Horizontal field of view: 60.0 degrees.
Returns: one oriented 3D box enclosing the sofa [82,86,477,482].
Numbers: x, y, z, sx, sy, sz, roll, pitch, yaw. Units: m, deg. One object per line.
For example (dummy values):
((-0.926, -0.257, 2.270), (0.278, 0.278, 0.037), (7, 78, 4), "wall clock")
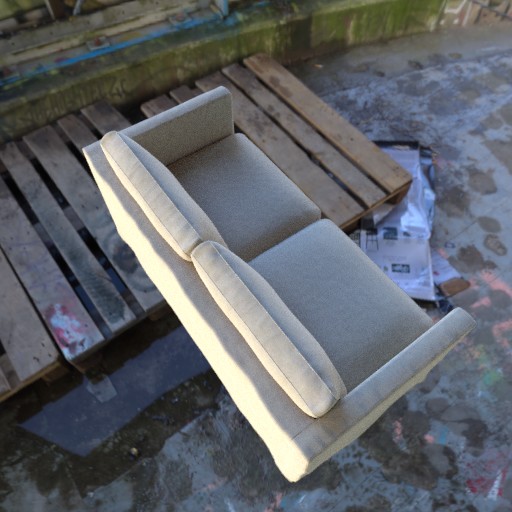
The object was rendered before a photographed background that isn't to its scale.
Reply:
((0.000, 0.000, 2.357), (0.962, 0.835, 1.959), (-31, 63, -18), "sofa")
